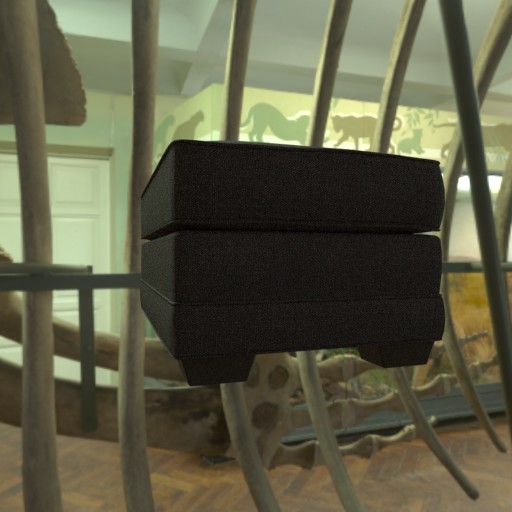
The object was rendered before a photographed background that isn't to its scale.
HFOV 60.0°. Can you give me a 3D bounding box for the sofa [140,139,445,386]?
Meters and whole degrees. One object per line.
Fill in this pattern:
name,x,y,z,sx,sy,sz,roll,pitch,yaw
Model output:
sofa,0.000,0.000,1.230,0.578,0.457,0.854,0,0,-18
